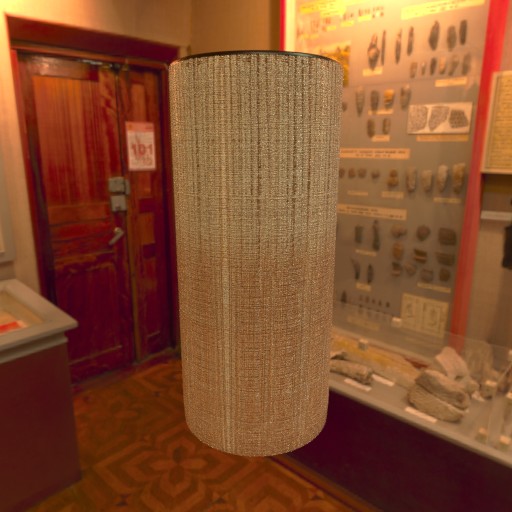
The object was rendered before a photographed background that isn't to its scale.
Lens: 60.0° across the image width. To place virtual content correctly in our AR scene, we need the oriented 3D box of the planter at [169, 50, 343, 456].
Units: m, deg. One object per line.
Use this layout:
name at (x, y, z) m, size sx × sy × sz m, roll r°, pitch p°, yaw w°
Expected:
planter at (0.000, 0.000, 0.285) m, size 0.100 × 0.227 × 0.100 m, roll 14°, pitch 20°, yaw 43°
